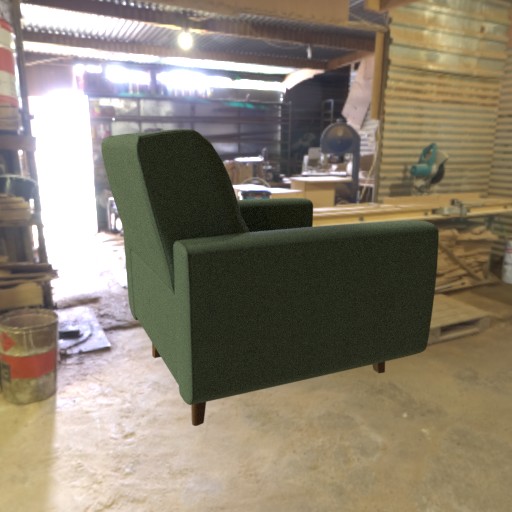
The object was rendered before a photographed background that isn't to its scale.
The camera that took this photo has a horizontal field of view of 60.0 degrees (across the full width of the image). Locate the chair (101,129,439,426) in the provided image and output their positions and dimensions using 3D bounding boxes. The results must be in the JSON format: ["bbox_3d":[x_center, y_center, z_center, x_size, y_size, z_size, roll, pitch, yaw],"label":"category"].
[{"bbox_3d":[0.000,0.000,1.555,0.909,0.841,0.831,-7,15,-25],"label":"chair"}]
